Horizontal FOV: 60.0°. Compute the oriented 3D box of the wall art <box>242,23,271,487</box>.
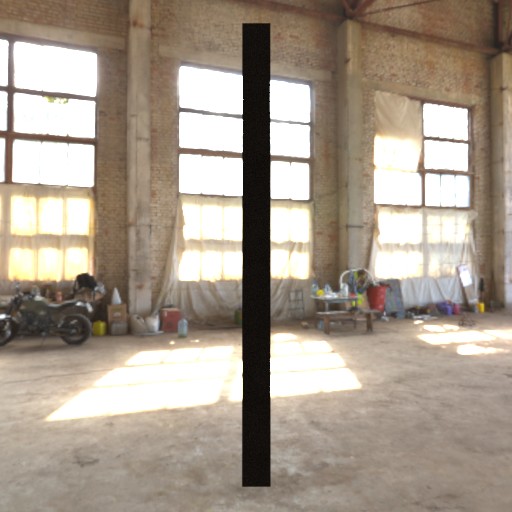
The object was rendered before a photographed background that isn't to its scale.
[{"bbox_3d":[0.000,0.000,0.755,0.034,0.552,0.455,0,-1,0],"label":"wall art"}]
